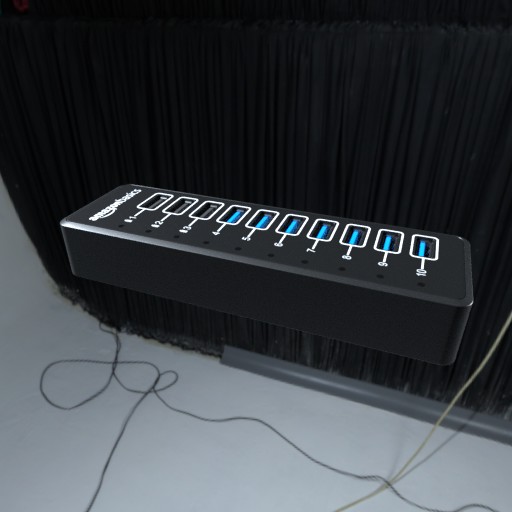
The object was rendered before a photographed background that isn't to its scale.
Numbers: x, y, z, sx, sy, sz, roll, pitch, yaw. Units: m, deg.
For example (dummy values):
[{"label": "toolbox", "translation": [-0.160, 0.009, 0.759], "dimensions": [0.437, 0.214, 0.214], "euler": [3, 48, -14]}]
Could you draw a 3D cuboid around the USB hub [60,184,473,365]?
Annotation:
[{"label": "USB hub", "translation": [0.000, 0.000, 0.167], "dimensions": [0.145, 0.023, 0.044], "euler": [11, 33, 18]}]
